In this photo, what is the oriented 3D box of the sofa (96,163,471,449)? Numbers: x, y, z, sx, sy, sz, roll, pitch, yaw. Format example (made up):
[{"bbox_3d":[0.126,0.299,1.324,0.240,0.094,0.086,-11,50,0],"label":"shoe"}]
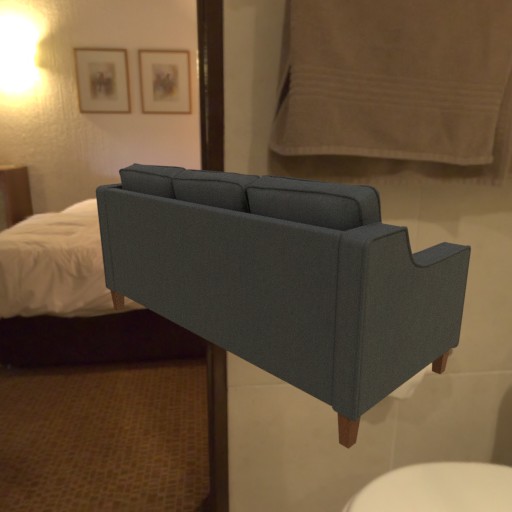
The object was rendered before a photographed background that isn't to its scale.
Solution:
[{"bbox_3d":[0.000,0.000,2.492,0.911,0.974,1.986,-14,21,-42],"label":"sofa"}]
